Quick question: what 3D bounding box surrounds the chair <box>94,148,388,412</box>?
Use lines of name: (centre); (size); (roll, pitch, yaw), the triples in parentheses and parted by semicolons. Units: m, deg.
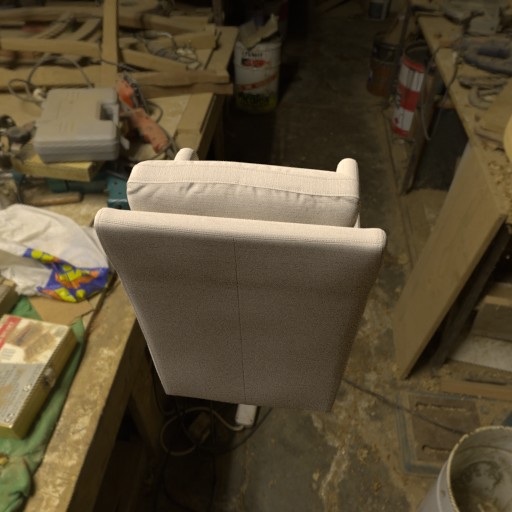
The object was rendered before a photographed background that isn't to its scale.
chair: (0.000, 0.000, 1.380); (0.626, 0.914, 0.694); (5, 45, 5)
